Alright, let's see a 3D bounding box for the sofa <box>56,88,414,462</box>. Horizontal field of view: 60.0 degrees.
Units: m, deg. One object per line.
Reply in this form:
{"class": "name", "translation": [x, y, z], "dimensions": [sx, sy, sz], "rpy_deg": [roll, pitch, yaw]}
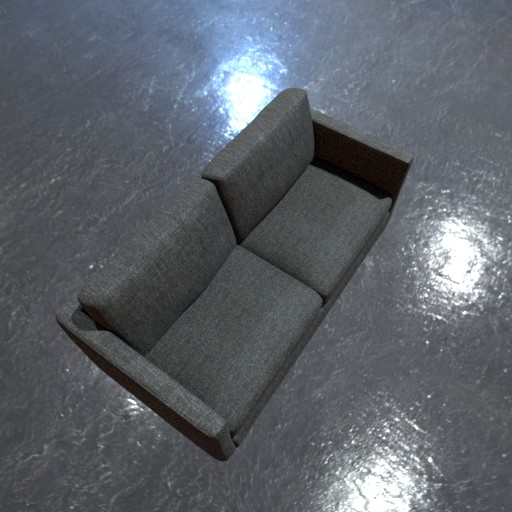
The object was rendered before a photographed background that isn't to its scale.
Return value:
{"class": "sofa", "translation": [0.000, 0.000, 2.474], "dimensions": [0.950, 0.963, 1.884], "rpy_deg": [31, 63, 18]}
